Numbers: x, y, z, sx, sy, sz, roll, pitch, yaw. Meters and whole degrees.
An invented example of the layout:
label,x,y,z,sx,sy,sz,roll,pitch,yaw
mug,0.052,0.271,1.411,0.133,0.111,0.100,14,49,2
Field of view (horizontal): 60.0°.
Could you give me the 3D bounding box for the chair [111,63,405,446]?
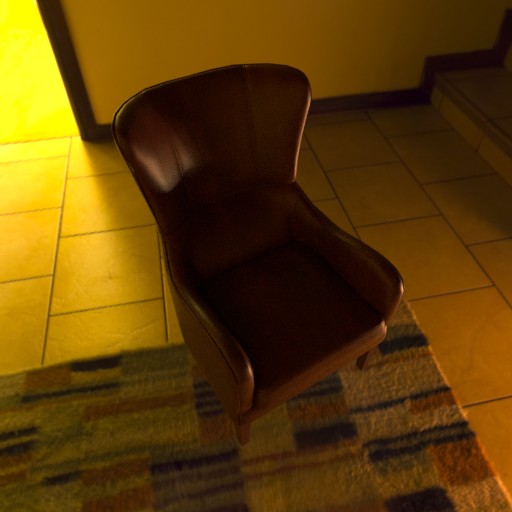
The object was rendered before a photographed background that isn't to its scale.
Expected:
label,x,y,z,sx,sy,sz,roll,pitch,yaw
chair,0.000,0.000,1.635,0.692,1.048,0.914,-25,52,-21
